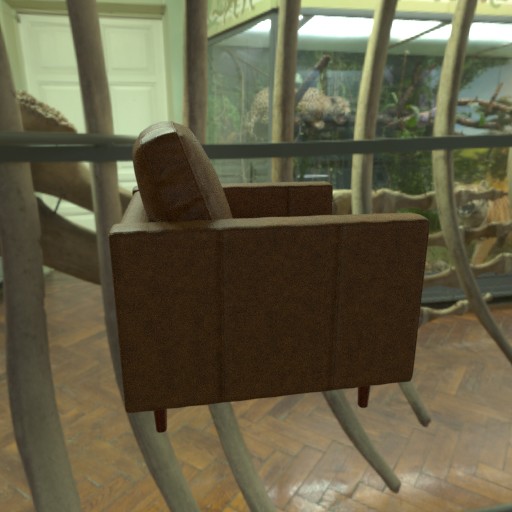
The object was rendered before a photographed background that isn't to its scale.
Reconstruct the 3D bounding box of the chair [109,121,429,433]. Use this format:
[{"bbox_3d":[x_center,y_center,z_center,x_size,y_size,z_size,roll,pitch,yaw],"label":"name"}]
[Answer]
[{"bbox_3d":[0.000,0.000,1.643,0.909,0.956,0.890,-3,17,-10],"label":"chair"}]
